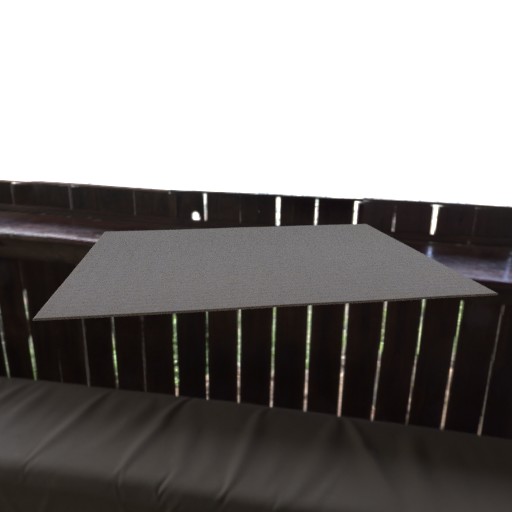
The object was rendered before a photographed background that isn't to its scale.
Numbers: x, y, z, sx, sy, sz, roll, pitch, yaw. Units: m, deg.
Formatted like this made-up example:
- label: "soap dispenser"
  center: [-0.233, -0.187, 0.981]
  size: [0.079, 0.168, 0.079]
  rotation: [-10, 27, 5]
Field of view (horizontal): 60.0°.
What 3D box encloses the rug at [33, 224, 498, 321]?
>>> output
- label: "rug"
  center: [0.000, 0.000, 4.009]
  size: [3.055, 0.021, 2.410]
  rotation: [-2, 16, -8]
